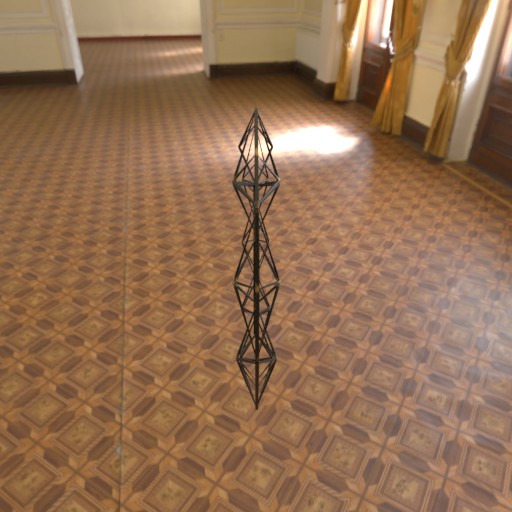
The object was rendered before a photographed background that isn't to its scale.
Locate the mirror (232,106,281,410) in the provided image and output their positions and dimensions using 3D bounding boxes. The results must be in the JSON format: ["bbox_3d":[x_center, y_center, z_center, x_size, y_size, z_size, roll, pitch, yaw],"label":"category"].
[{"bbox_3d":[0.000,0.000,1.076,0.094,0.710,0.710,0,32,0],"label":"mirror"}]
